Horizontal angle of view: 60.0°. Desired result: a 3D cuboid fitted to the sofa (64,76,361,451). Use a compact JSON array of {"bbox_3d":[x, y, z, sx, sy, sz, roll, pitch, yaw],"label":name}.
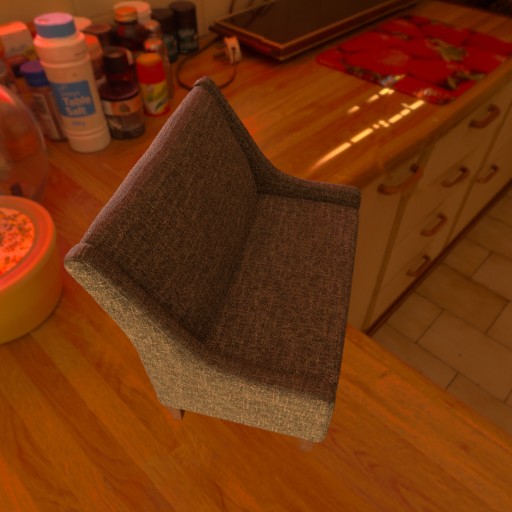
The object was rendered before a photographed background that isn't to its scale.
[{"bbox_3d":[0.000,0.000,1.957,0.870,1.021,1.242,10,47,9],"label":"sofa"}]
